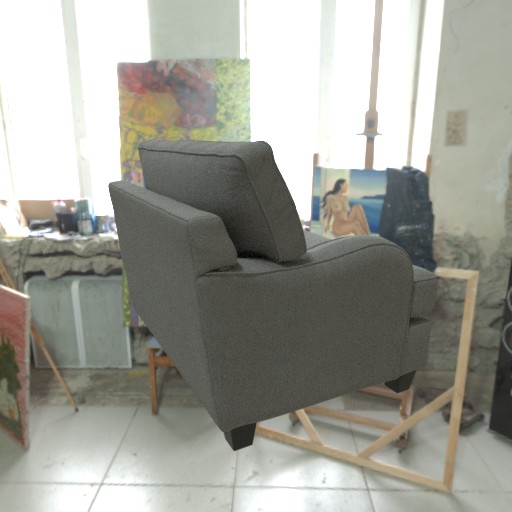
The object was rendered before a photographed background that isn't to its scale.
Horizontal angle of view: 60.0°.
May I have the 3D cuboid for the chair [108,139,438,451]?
[{"bbox_3d":[0.000,0.000,1.996,1.041,1.016,1.220,-8,17,-27],"label":"chair"}]
